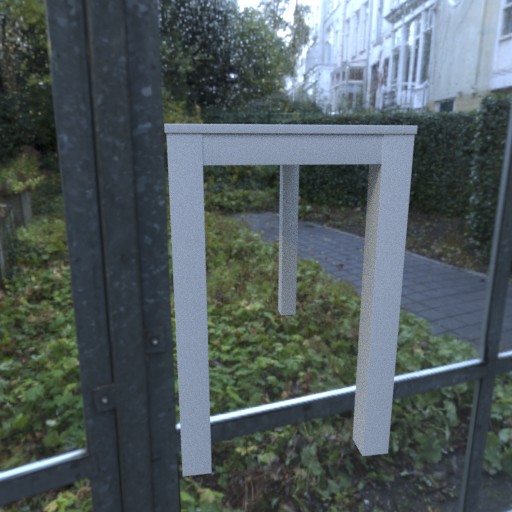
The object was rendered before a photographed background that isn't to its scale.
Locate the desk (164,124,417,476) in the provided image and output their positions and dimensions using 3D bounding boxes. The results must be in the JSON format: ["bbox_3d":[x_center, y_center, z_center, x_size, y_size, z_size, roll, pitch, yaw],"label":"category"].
[{"bbox_3d":[0.000,0.000,1.415,0.497,0.762,0.990,-2,14,-9],"label":"desk"}]
